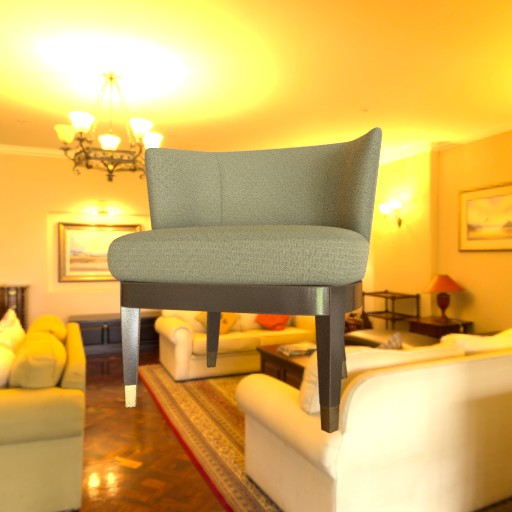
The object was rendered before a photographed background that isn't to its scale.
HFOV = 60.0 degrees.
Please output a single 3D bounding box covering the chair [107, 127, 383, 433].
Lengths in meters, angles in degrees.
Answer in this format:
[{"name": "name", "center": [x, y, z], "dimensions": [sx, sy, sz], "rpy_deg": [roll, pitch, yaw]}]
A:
[{"name": "chair", "center": [0.000, 0.000, 1.272], "dimensions": [0.700, 0.760, 0.660], "rpy_deg": [0, 0, 18]}]
